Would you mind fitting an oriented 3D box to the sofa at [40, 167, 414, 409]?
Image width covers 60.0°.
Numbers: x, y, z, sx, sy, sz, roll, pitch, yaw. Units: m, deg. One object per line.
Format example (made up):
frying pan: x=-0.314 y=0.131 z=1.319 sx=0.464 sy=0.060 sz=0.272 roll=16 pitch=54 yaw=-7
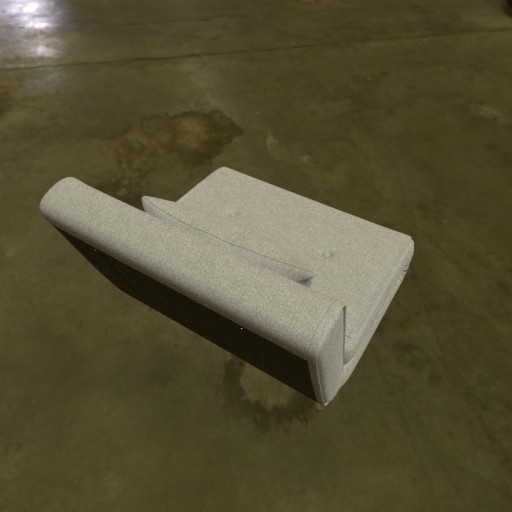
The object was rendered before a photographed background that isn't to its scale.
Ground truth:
sofa: x=0.000 y=0.000 z=1.754 sx=1.020 sy=0.825 sz=1.000 roll=24 pitch=50 yaw=23
